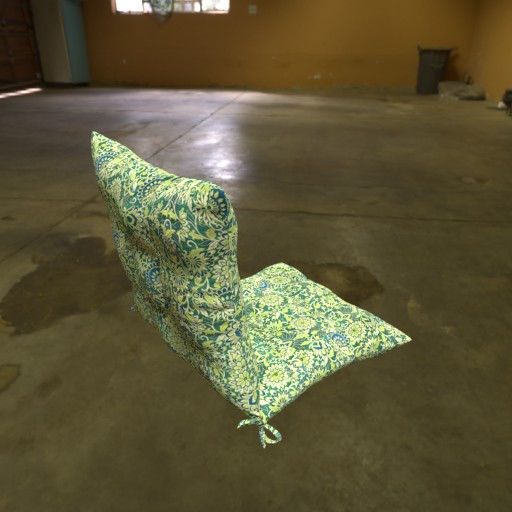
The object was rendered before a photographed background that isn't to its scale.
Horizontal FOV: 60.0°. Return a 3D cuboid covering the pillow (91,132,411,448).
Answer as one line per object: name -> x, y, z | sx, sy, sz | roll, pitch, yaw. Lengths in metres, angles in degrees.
pillow -> 0.000, 0.000, 1.011 | 0.585, 0.536, 0.541 | -18, 31, -33
